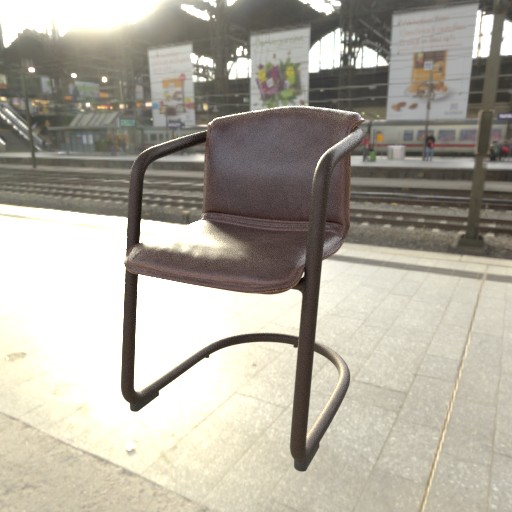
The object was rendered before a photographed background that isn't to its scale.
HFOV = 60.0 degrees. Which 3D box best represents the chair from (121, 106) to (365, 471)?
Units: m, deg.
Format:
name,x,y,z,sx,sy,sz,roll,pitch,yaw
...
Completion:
name,x,y,z,sx,sy,sz,roll,pitch,yaw
chair,0.000,0.000,1.254,0.536,0.836,0.664,7,16,27
